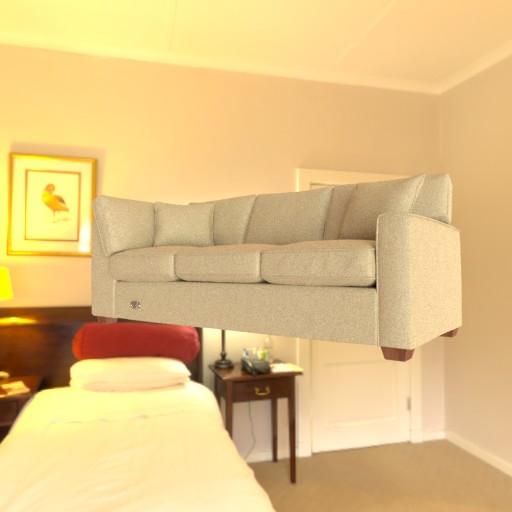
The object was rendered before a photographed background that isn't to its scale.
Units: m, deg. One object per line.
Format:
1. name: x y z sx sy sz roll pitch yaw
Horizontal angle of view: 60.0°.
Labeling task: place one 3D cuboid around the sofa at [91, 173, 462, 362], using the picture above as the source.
1. sofa: 0.000 0.000 2.925 2.317 0.962 1.061 -1 -2 36
